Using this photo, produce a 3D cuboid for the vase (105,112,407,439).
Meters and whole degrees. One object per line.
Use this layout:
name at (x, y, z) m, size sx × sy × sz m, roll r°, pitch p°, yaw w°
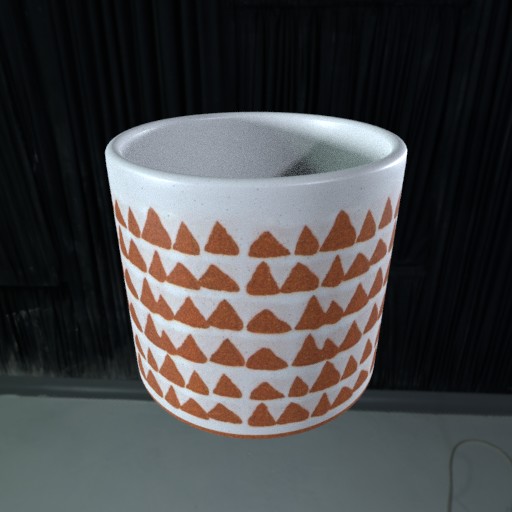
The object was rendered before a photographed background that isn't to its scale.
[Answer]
vase at (0.000, 0.000, 0.237) m, size 0.137 × 0.127 × 0.137 m, roll 0°, pitch 27°, yaw 0°
